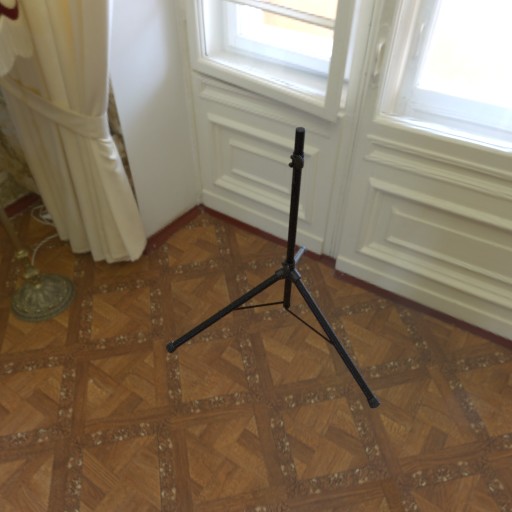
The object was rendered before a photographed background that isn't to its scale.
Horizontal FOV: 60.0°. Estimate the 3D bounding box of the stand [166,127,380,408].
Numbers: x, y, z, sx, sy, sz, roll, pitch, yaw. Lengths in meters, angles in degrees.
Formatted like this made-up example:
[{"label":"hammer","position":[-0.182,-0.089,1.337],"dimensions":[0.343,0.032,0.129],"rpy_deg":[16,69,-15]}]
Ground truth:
[{"label":"stand","position":[0.000,0.000,1.863],"dimensions":[0.907,1.136,1.045],"rpy_deg":[-9,47,-9]}]
